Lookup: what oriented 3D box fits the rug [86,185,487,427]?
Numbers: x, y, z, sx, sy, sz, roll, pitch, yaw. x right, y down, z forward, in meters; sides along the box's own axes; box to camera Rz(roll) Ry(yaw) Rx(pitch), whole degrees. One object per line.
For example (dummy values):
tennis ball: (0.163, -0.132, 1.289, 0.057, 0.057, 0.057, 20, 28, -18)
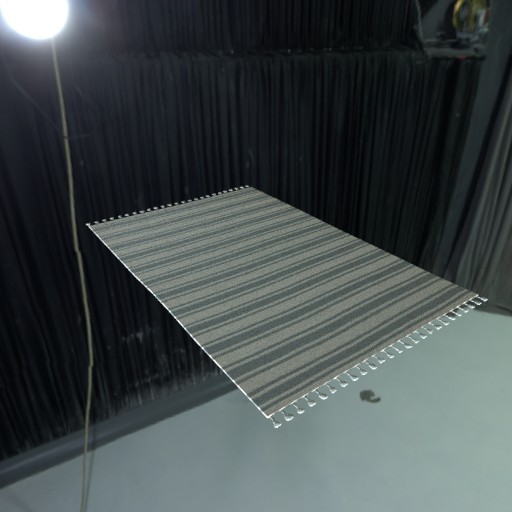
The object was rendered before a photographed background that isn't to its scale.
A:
rug: (0.000, 0.000, 2.989, 1.539, 0.011, 2.410, -19, 34, -31)
